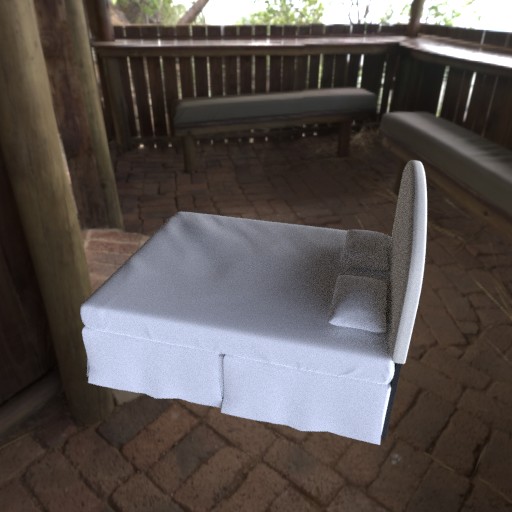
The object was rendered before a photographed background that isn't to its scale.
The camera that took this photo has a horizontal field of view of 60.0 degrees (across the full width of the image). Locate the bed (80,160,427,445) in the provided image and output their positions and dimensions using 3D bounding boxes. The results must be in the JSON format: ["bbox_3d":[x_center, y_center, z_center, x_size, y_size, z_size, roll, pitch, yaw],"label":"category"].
[{"bbox_3d":[0.000,0.000,3.099,2.005,1.410,1.607,8,31,13],"label":"bed"}]
